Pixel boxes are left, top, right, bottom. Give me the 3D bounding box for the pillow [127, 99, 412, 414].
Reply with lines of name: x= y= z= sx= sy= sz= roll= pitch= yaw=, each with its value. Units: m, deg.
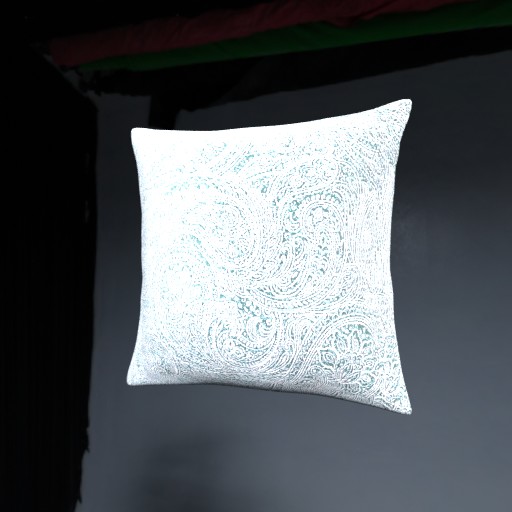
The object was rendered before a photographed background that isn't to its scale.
pillow: x=0.000 y=0.000 z=0.793 sx=0.526 sy=0.507 sz=0.166 roll=0 pitch=0 yaw=18
